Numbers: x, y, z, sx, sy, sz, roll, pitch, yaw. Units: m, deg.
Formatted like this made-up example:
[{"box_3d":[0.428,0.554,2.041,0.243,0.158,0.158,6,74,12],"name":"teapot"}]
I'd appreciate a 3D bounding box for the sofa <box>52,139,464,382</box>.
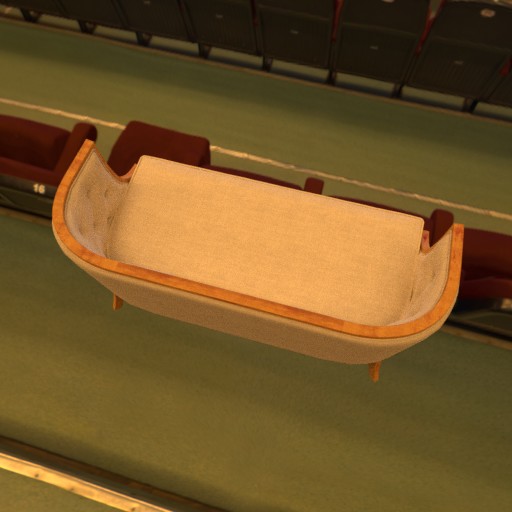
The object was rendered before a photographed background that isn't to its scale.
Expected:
[{"box_3d":[0.000,0.000,1.927,1.474,0.775,0.770,14,64,7],"name":"sofa"}]
